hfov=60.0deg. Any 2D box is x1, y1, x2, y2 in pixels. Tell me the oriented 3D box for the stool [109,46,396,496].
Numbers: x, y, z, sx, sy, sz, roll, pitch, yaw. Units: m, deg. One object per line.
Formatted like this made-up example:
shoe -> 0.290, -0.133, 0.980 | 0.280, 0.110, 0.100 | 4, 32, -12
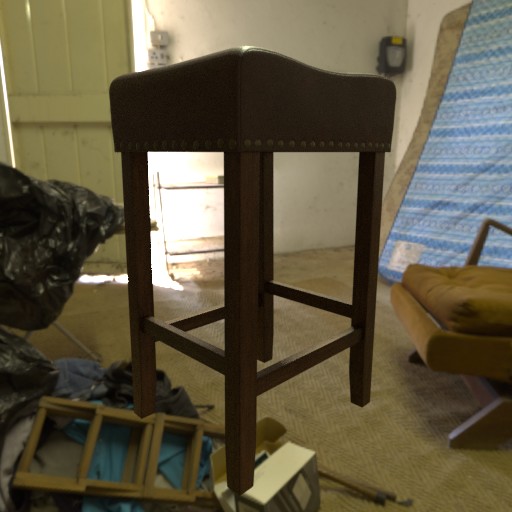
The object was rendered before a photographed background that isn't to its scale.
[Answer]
stool -> 0.000, 0.000, 1.004 | 0.465, 0.769, 0.401 | -13, 18, -43
